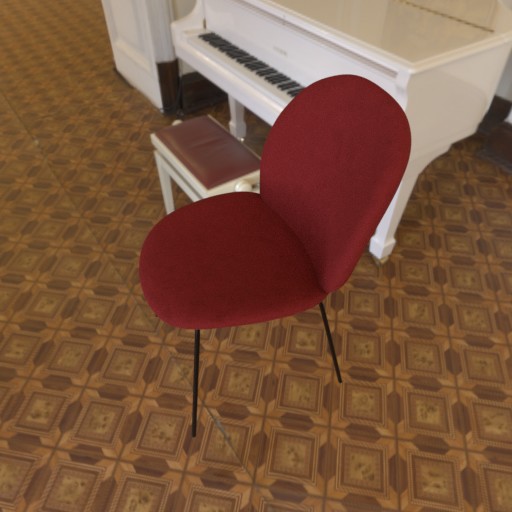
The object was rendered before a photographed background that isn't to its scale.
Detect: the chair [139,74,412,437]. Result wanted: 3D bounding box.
[{"bbox_3d":[0.000,0.000,1.136,0.587,0.791,0.458,-16,48,-15],"label":"chair"}]
